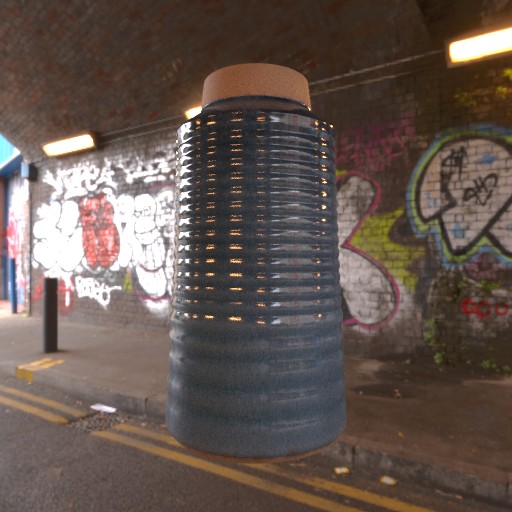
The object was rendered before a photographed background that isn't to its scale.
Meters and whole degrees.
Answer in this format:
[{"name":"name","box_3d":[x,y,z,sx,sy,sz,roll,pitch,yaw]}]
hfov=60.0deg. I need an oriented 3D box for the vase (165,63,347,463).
[{"name":"vase","box_3d":[0.000,0.000,0.409,0.163,0.316,0.163,0,-1,0]}]
